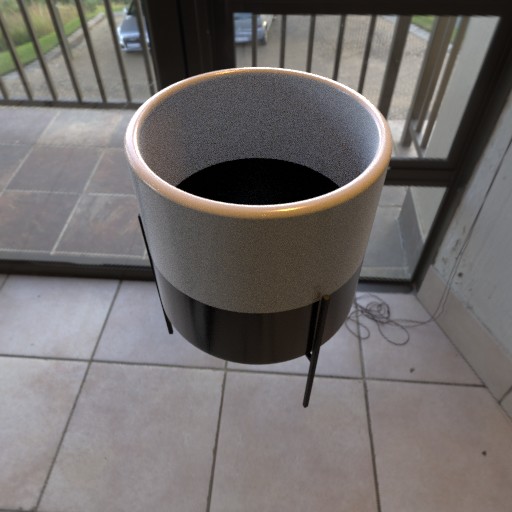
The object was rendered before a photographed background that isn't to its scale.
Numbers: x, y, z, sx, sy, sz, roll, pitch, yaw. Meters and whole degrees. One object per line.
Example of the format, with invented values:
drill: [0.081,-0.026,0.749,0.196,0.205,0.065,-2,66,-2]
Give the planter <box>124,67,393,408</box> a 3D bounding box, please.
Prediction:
planter: [0.000,0.000,0.657,0.310,0.432,0.310,-11,49,-10]
